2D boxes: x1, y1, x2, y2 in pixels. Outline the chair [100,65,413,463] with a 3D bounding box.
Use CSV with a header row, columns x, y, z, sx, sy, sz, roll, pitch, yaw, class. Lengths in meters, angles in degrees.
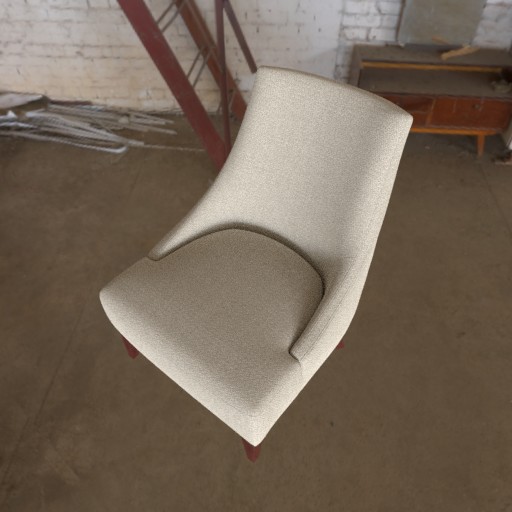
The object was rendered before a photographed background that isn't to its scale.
x,y,z,sx,sy,sz,roll,pitch,yaw,class
0.000,0.000,1.477,0.701,0.909,0.861,30,53,27,chair
